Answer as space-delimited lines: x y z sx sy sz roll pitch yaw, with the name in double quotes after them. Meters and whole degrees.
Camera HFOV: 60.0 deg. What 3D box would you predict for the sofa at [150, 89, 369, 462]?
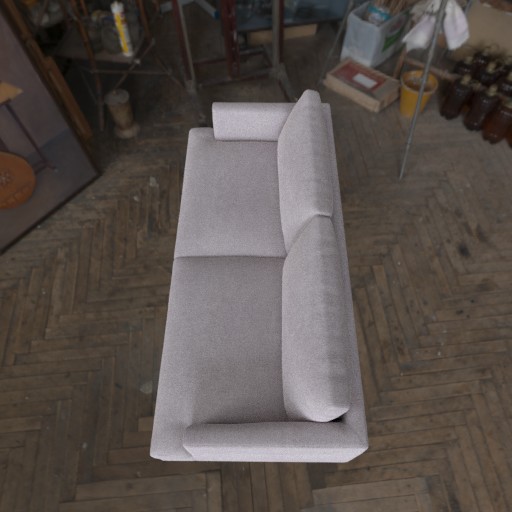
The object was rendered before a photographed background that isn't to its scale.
0.000 0.000 2.699 1.020 0.868 2.250 0 59 0 "sofa"
